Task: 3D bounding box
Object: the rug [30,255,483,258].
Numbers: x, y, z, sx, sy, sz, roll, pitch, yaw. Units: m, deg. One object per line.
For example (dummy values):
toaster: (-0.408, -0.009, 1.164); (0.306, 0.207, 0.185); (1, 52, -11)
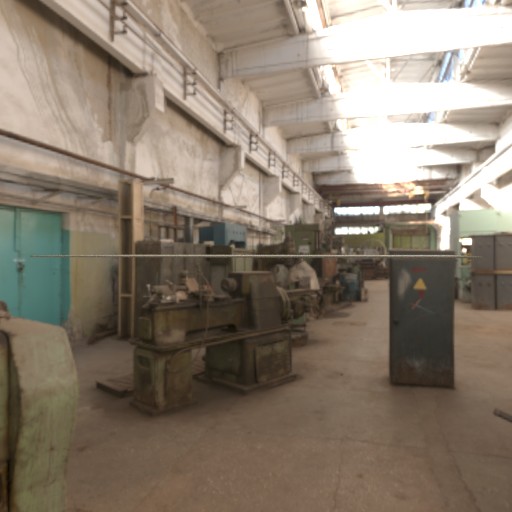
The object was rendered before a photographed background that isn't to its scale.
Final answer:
rug: (0.000, 0.000, 3.577); (3.048, 0.011, 1.546); (0, 0, 18)
